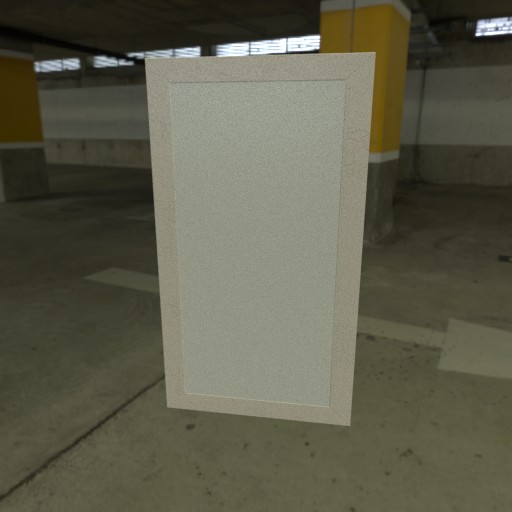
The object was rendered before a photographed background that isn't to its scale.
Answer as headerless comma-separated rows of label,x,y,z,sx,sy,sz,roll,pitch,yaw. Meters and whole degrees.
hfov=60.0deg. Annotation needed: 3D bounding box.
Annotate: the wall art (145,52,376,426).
wall art,0.000,0.000,0.822,0.380,0.683,0.013,3,16,9
